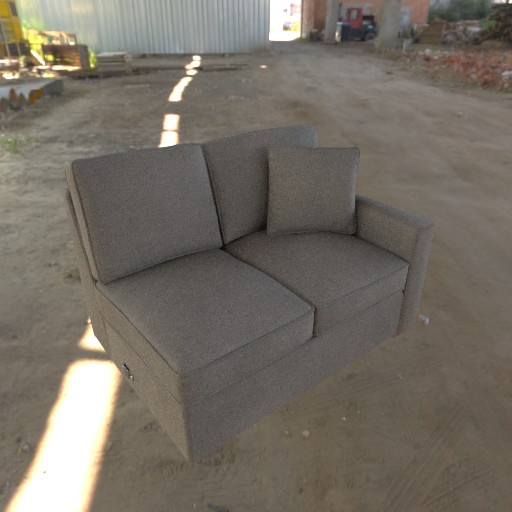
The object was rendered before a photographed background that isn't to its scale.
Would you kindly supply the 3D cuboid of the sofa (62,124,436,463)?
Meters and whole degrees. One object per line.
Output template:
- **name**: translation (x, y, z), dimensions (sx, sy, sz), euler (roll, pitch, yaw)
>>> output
- **sofa**: translation (0.000, 0.000, 2.065), dimensions (1.388, 0.989, 0.991), euler (-20, 34, -33)
